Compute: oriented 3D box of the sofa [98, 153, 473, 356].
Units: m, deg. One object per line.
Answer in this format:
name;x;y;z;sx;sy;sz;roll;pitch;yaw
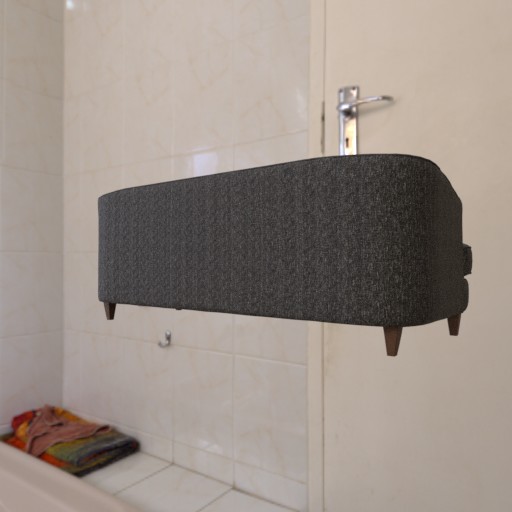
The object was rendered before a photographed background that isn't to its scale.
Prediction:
sofa;0.000;0.000;2.714;2.278;0.855;0.941;-1;-1;37
